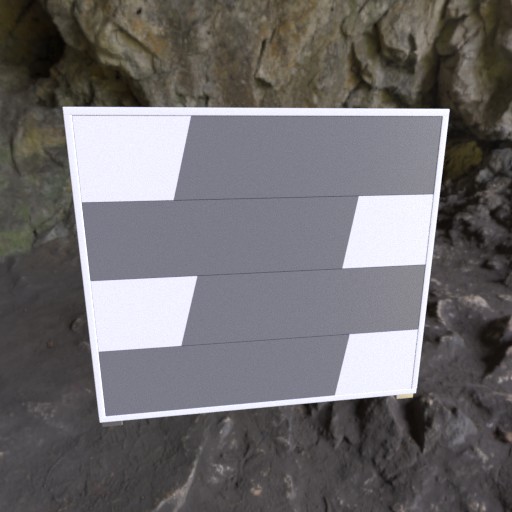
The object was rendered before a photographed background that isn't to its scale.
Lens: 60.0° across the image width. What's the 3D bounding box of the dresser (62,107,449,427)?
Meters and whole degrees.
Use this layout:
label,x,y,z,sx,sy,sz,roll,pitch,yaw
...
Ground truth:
label,x,y,z,sx,sy,sz,roll,pitch,yaw
dresser,0.000,0.000,1.602,1.100,1.000,0.460,-2,17,-8
